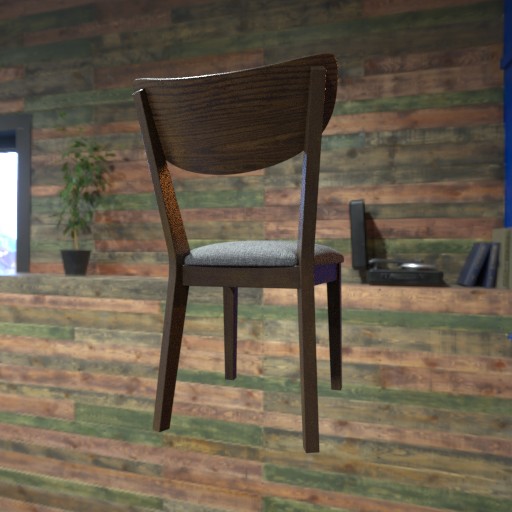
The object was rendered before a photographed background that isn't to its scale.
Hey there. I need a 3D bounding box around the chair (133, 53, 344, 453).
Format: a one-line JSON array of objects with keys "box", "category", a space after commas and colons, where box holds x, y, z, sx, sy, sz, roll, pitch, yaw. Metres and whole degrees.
[{"box": [0.000, 0.000, 1.201, 0.491, 0.849, 0.583, 0, 1, 18], "category": "chair"}]
